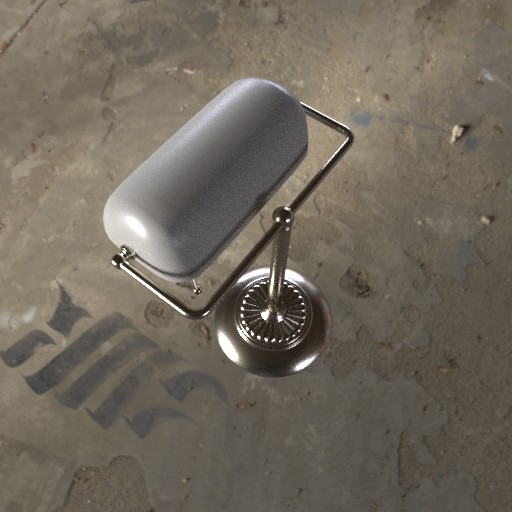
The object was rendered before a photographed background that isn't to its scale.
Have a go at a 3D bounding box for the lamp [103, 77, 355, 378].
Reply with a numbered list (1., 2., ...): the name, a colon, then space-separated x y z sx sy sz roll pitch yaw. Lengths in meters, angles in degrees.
1. lamp: 0.000 0.000 0.530 0.243 0.339 0.264 34 68 16
